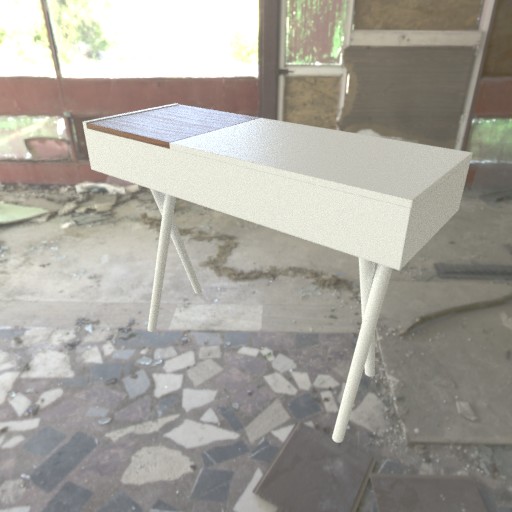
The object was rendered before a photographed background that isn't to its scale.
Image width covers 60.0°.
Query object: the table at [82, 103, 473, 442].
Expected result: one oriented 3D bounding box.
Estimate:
[{"bbox_3d":[0.000,0.000,1.444,1.066,0.785,0.418,21,35,33],"label":"table"}]
